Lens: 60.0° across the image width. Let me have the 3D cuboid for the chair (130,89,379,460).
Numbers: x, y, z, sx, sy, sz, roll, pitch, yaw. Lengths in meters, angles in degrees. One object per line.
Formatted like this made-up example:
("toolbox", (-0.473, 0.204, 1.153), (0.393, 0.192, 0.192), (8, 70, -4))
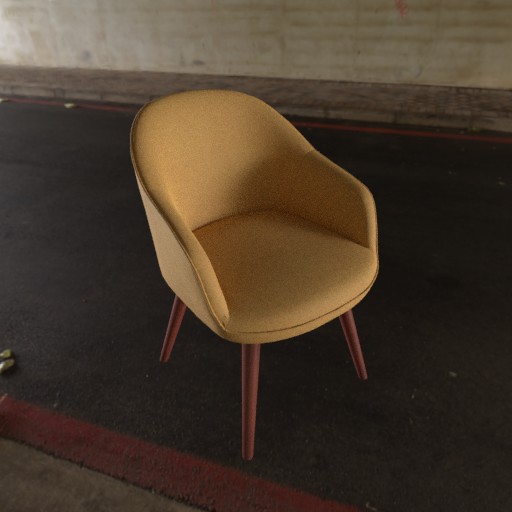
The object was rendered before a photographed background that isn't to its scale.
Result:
("chair", (0.000, 0.000, 1.269), (0.596, 0.823, 0.635), (-21, 36, -33))
